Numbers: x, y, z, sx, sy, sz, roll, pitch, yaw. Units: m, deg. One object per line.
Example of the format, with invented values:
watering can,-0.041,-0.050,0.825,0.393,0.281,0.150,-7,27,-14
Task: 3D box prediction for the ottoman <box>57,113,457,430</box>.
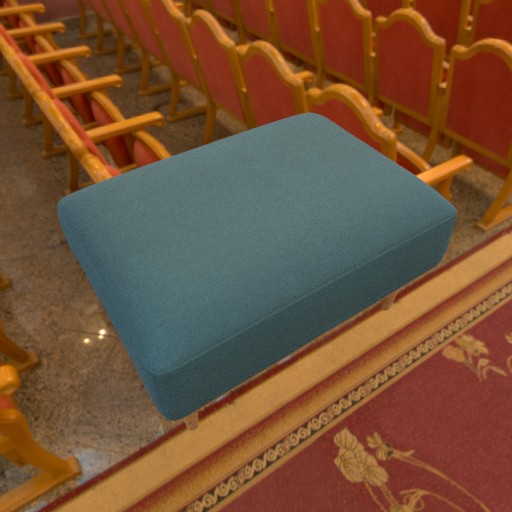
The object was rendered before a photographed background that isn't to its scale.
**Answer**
ottoman,0.000,0.000,1.084,0.749,0.428,0.549,-26,51,-23
